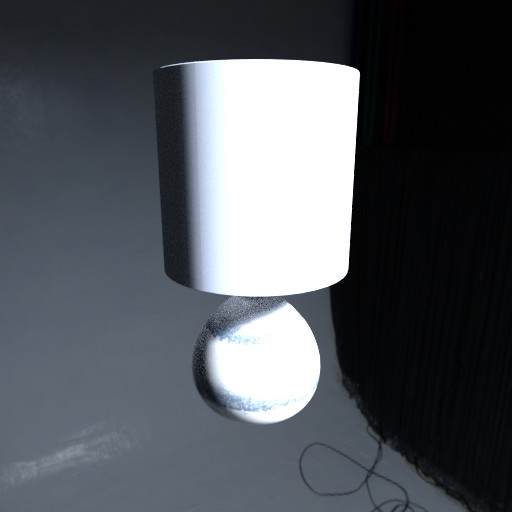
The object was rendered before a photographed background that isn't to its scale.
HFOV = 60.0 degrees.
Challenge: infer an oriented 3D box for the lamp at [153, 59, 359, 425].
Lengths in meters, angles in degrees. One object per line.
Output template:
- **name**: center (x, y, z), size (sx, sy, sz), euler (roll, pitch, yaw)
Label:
- **lamp**: center (0.000, 0.000, 0.531), size (0.216, 0.404, 0.216), euler (-8, 18, -26)
